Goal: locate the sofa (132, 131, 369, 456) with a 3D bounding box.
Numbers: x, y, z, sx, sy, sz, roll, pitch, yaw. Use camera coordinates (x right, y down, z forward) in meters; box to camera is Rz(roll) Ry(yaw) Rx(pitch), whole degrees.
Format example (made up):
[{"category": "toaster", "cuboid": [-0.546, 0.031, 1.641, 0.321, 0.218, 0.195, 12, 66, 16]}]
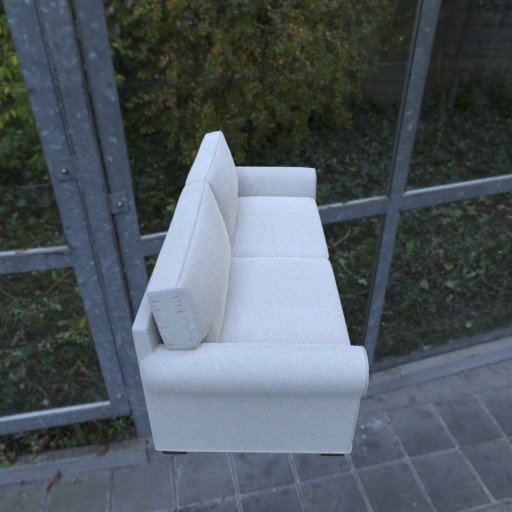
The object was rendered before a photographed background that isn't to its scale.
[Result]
[{"category": "sofa", "cuboid": [0.000, 0.000, 2.623, 0.901, 0.962, 2.146, 0, 32, 1]}]
